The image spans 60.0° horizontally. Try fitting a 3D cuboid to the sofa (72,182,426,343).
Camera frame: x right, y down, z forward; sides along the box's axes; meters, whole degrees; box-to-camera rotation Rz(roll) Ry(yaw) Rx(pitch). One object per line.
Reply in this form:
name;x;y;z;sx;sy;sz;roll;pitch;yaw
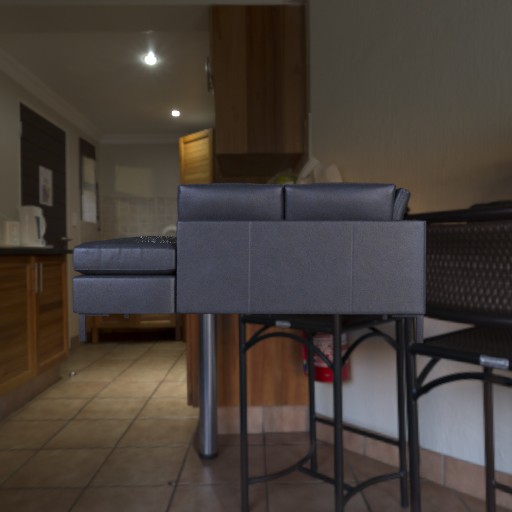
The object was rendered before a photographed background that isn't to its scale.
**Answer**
sofa;0.000;0.000;3.852;1.938;0.877;2.984;0;1;2
